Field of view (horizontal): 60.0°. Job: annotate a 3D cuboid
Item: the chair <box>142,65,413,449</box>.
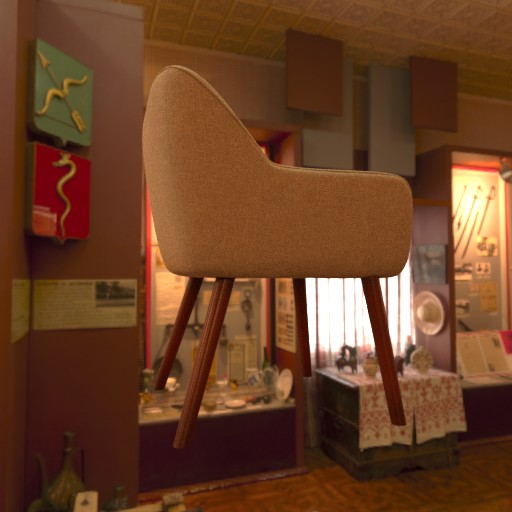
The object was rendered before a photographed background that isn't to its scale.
[{"bbox_3d":[0.000,0.000,1.238,0.610,0.813,0.610,1,-3,-18],"label":"chair"}]
